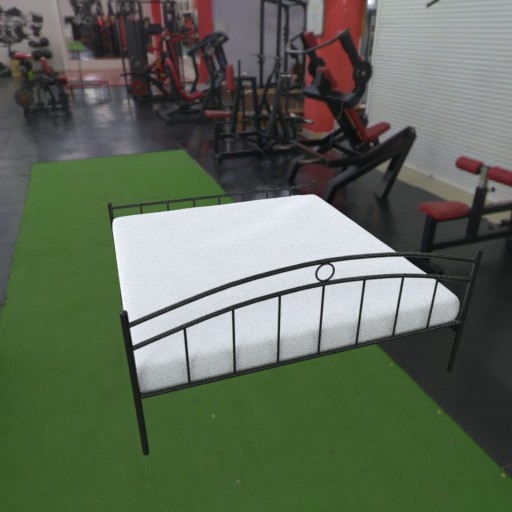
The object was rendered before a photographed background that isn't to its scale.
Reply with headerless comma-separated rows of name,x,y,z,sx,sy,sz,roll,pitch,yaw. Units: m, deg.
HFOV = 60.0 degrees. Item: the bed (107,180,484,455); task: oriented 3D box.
bed,0.000,0.000,3.116,1.880,0.940,2.040,-9,28,-17
